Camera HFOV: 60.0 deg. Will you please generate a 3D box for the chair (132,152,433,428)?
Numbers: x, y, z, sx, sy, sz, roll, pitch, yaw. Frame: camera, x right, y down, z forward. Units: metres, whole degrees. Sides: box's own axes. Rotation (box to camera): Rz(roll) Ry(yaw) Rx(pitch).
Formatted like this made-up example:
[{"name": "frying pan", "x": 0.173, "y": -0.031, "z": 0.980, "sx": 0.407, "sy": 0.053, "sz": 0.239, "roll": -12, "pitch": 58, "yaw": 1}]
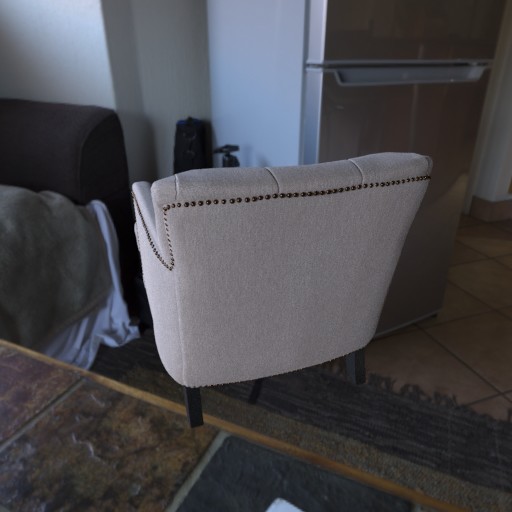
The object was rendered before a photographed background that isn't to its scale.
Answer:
[{"name": "chair", "x": 0.000, "y": 0.000, "z": 1.510, "sx": 0.737, "sy": 0.823, "sz": 0.902, "roll": -9, "pitch": 28, "yaw": -17}]
